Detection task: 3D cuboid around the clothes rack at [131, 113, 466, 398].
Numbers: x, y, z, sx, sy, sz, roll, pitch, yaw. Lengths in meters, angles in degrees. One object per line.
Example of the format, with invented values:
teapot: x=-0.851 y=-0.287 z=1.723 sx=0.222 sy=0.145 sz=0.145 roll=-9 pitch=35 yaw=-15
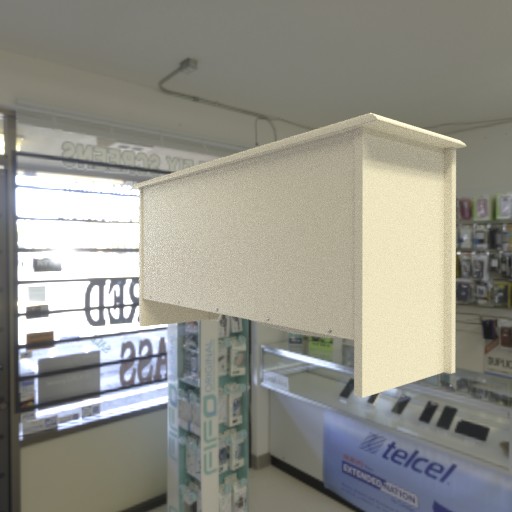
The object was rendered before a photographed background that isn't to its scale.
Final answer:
clothes rack: x=0.000 y=0.000 z=1.339 sx=0.324 sy=0.531 sz=1.120 roll=0 pitch=1 yaw=-38
